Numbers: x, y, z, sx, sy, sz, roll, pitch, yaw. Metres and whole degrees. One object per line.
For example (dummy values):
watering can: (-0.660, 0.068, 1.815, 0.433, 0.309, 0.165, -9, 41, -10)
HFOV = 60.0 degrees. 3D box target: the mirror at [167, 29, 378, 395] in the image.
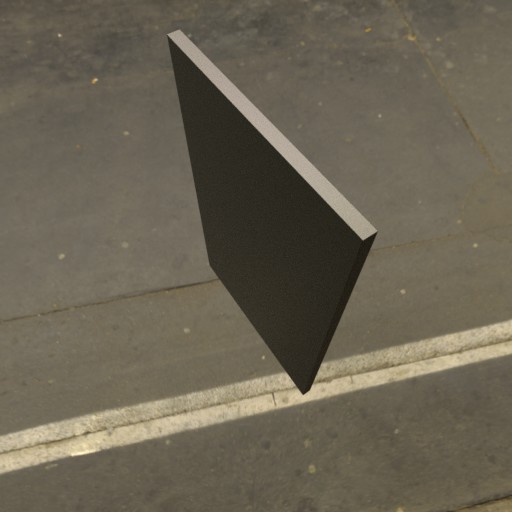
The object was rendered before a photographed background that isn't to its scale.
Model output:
mirror: (0.000, 0.000, 1.514, 0.038, 1.219, 0.762, -30, 64, -17)
